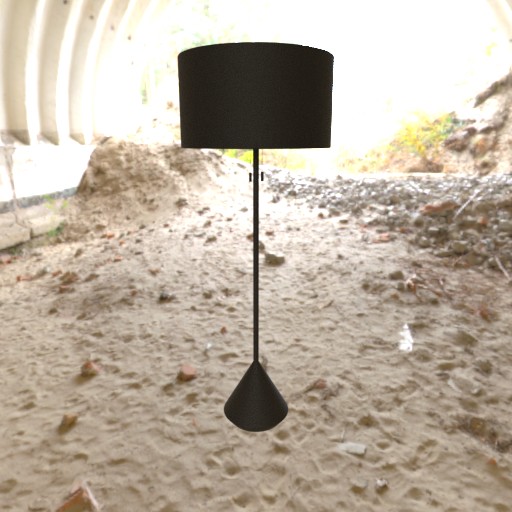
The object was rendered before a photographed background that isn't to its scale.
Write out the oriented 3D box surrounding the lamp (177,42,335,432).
[{"bbox_3d":[0.000,0.000,1.848,0.580,1.526,0.580,-7,16,-26],"label":"lamp"}]
